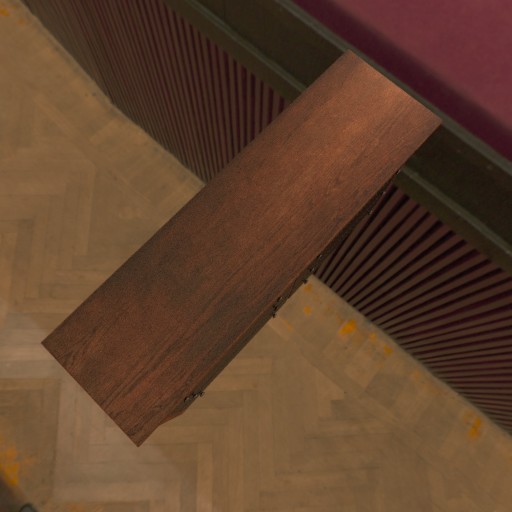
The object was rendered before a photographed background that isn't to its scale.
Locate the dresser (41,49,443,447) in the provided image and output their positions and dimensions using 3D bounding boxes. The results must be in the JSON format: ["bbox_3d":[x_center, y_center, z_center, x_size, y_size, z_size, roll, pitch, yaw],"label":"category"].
[{"bbox_3d":[0.000,0.000,1.951,0.463,0.856,1.551,42,79,10],"label":"dresser"}]
